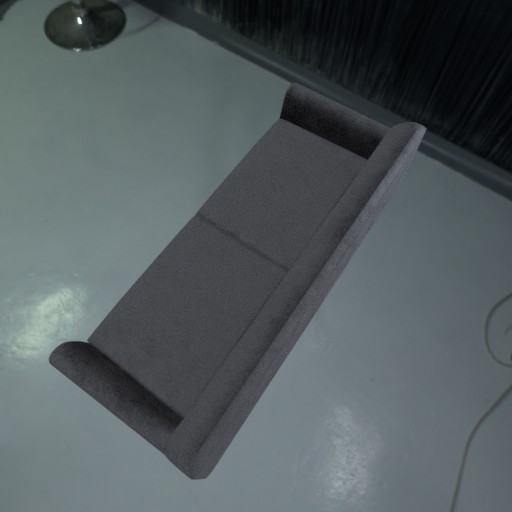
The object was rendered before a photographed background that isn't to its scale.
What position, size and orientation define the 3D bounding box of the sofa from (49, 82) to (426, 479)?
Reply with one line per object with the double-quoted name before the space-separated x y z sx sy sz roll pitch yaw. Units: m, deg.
"sofa" 0.000 0.000 2.550 0.900 0.740 2.190 31 68 14
